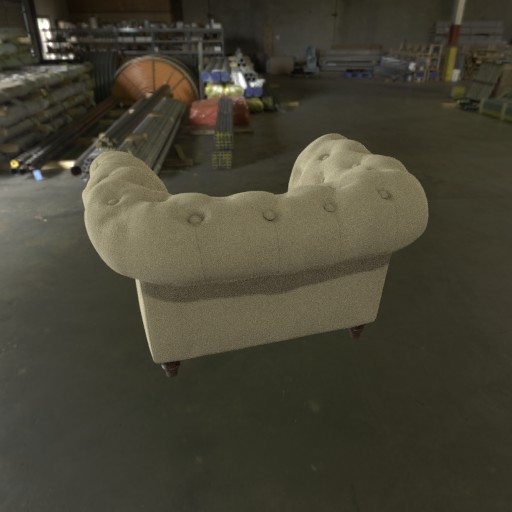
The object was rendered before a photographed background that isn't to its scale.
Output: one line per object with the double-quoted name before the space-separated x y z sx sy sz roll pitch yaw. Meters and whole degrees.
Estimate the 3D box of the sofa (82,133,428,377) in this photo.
"sofa" 0.000 0.000 2.033 1.405 0.878 1.034 -8 28 -16
